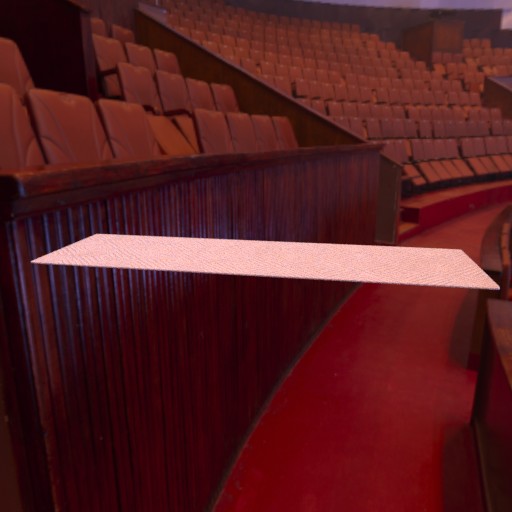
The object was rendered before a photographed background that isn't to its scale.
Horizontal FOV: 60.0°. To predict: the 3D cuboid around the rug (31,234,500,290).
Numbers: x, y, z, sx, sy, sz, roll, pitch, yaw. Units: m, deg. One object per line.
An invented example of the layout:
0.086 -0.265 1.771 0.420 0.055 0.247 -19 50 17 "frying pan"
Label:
0.000 0.000 2.431 2.277 0.008 0.676 3 16 10 "rug"
